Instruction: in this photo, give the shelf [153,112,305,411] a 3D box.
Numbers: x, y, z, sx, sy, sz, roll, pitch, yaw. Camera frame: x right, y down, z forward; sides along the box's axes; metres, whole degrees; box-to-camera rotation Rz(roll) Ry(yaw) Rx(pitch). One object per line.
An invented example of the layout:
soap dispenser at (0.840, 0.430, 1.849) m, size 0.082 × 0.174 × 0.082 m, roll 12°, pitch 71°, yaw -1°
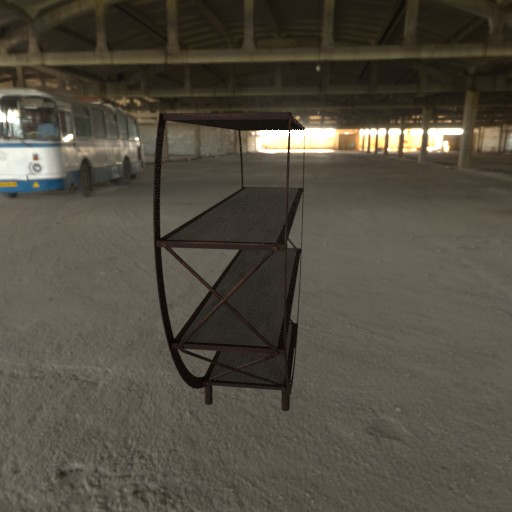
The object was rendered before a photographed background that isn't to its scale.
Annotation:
shelf at (0.000, 0.000, 1.840) m, size 0.344 × 1.063 × 1.403 m, roll 2°, pitch 15°, yaw 7°
